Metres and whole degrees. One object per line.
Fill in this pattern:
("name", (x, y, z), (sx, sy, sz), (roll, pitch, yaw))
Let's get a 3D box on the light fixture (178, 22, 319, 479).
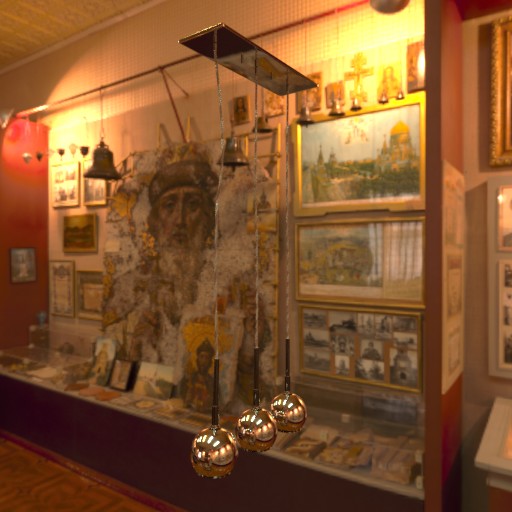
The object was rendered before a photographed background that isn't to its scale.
("light fixture", (0.000, 0.000, 1.635), (0.188, 1.408, 0.623), (0, 0, 36))
